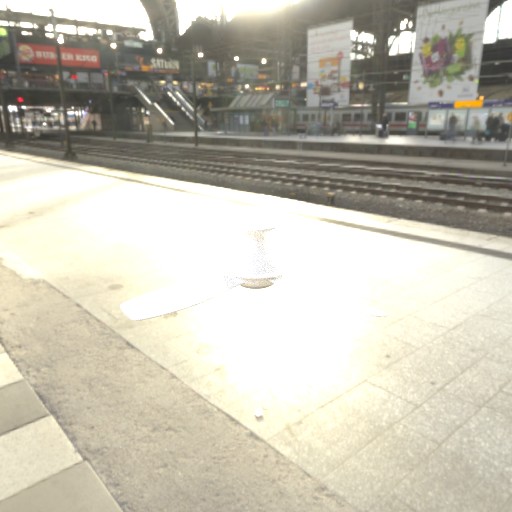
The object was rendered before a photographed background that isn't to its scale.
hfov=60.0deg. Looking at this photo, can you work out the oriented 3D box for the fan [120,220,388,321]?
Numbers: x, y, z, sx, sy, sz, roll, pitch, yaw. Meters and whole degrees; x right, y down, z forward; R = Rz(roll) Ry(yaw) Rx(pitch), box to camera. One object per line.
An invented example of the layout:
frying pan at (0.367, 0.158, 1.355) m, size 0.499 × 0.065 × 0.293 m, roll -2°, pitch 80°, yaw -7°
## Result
fan at (0.000, 0.000, 2.602) m, size 1.693 × 0.382 × 1.694 m, roll -16°, pitch 23°, yaw -41°
